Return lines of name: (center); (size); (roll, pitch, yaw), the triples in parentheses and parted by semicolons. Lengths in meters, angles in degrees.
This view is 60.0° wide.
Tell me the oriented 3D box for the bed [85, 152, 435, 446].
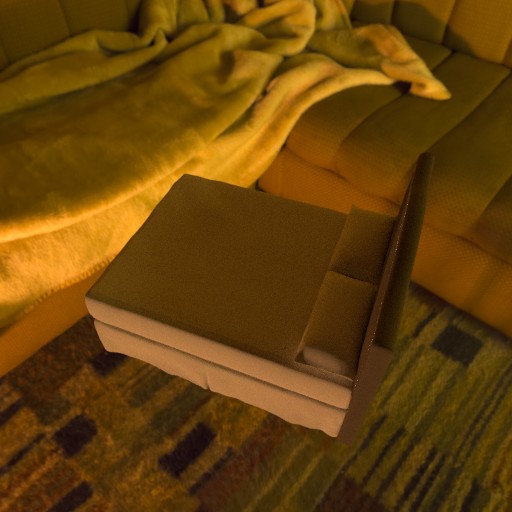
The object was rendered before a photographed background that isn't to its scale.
bed: (0.000, 0.000, 3.231); (2.036, 1.387, 1.666); (16, 50, 14)
